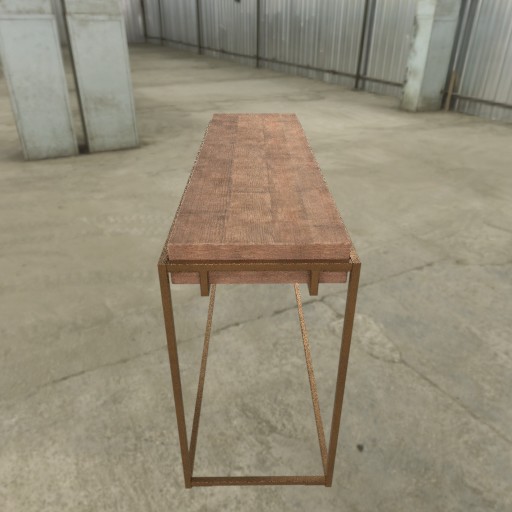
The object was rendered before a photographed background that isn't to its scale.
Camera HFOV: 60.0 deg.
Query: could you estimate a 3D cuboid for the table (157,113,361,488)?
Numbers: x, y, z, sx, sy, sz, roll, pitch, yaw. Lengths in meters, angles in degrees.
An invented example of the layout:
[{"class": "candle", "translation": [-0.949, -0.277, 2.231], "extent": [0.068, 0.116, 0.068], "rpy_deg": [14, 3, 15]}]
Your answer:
[{"class": "table", "translation": [0.000, 0.000, 1.747], "extent": [0.440, 0.820, 1.400], "rpy_deg": [0, 29, -1]}]
